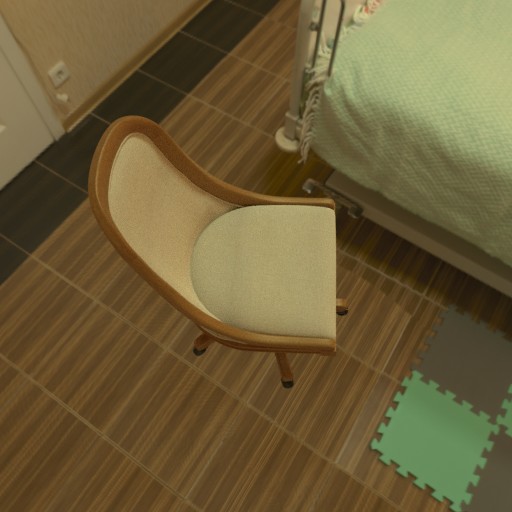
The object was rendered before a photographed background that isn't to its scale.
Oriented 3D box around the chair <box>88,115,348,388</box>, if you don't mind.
[{"bbox_3d":[0.000,0.000,1.526,0.811,1.009,0.702,4,64,2],"label":"chair"}]
